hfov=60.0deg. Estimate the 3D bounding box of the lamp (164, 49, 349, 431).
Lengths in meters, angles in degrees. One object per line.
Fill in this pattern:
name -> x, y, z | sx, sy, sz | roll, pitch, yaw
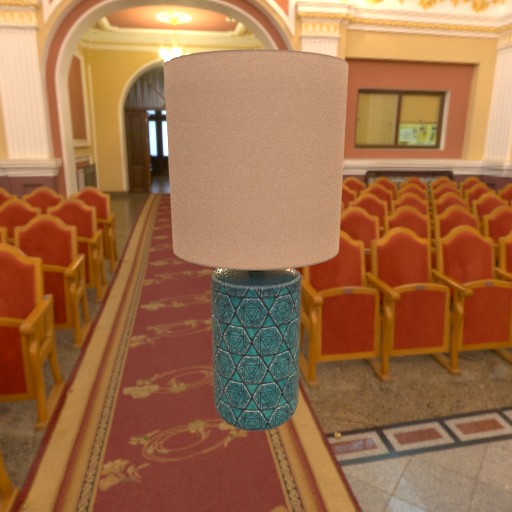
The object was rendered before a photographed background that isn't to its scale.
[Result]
lamp -> 0.000, 0.000, 0.754 | 0.278, 0.597, 0.278 | -2, 15, -9
